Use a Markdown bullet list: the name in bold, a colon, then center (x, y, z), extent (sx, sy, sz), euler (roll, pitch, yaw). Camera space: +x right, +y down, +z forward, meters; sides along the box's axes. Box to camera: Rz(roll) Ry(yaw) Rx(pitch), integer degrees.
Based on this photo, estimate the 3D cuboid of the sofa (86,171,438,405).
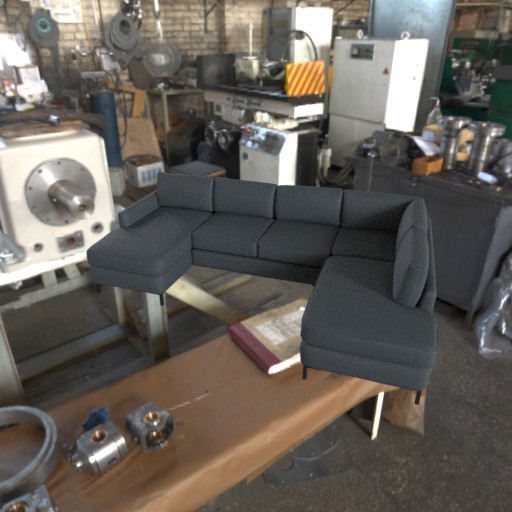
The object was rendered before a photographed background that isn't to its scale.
- **sofa**: center (0.000, 0.000, 3.931), extent (2.975, 0.858, 1.984), euler (8, 28, 16)
